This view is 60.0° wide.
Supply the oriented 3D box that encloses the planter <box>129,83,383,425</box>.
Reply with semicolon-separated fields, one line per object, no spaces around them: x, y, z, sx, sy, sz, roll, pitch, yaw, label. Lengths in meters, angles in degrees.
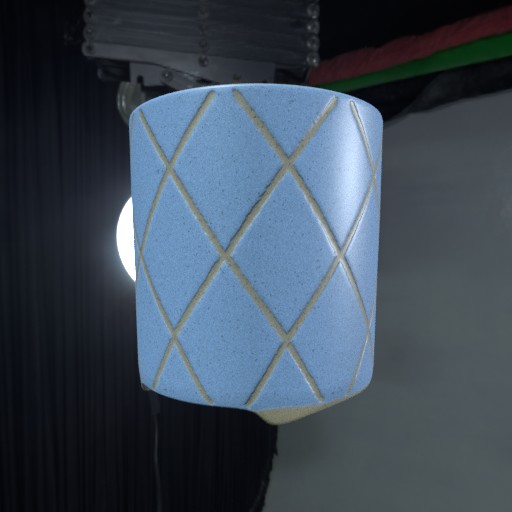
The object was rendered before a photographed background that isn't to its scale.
0.000;0.000;0.347;0.191;0.200;0.191;0;1;0;planter
